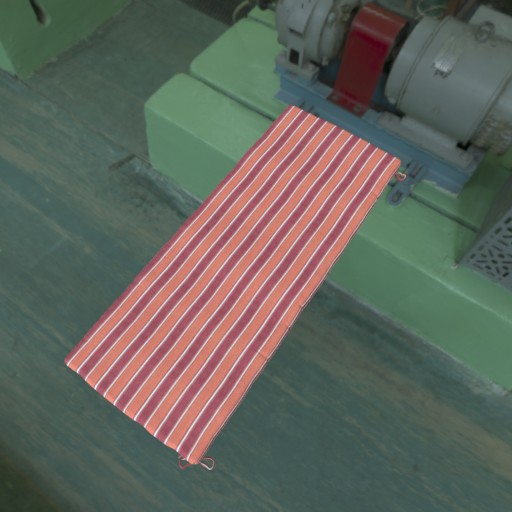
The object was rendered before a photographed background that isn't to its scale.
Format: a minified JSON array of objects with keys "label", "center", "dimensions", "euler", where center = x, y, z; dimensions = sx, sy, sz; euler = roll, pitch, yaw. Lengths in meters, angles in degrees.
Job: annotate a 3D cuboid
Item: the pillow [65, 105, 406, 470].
[{"label":"pillow","center":[0.000,0.000,1.369],"dimensions":[0.492,0.081,1.187],"euler":[32,68,15]}]
